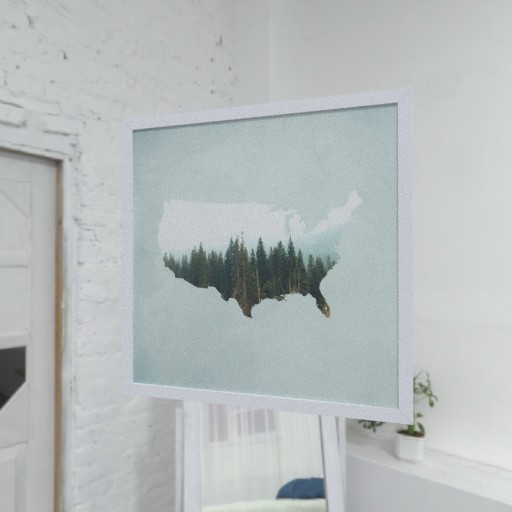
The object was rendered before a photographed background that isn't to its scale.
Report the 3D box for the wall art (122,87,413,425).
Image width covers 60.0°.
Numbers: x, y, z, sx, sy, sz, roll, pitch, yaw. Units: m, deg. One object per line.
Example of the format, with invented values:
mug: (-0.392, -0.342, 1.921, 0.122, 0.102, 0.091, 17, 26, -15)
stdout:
wall art: (0.000, 0.000, 0.764, 0.509, 0.509, 0.040, 0, -1, 18)
